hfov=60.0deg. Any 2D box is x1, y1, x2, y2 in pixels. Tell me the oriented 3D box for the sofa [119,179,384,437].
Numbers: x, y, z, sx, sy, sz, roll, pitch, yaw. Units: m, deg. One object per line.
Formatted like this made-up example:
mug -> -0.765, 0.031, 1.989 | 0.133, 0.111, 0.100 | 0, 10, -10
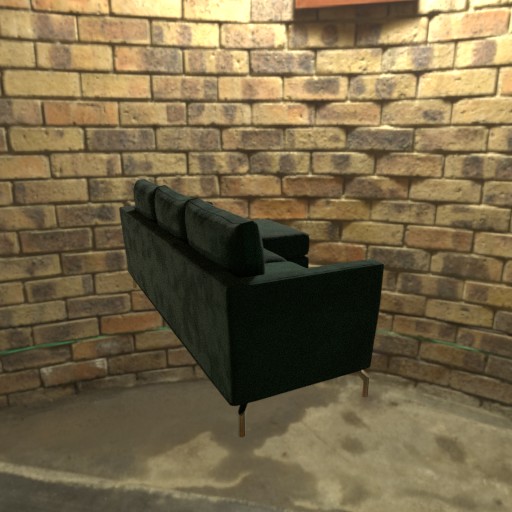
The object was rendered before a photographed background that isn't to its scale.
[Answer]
sofa -> 0.000, 0.000, 3.235 | 1.489, 1.007, 2.441 | -7, 17, -26
